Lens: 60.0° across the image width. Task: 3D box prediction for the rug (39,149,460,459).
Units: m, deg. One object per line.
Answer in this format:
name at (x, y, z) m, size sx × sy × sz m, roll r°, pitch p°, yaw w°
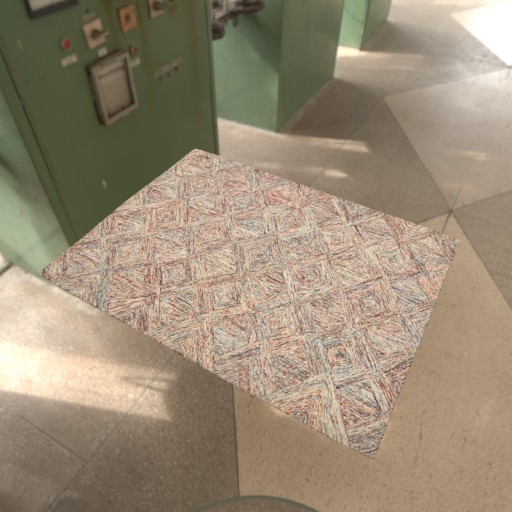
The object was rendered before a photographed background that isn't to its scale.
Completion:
rug at (0.000, 0.000, 4.187) m, size 3.226 × 0.024 × 2.436 m, roll 23°, pitch 50°, yaw 21°
